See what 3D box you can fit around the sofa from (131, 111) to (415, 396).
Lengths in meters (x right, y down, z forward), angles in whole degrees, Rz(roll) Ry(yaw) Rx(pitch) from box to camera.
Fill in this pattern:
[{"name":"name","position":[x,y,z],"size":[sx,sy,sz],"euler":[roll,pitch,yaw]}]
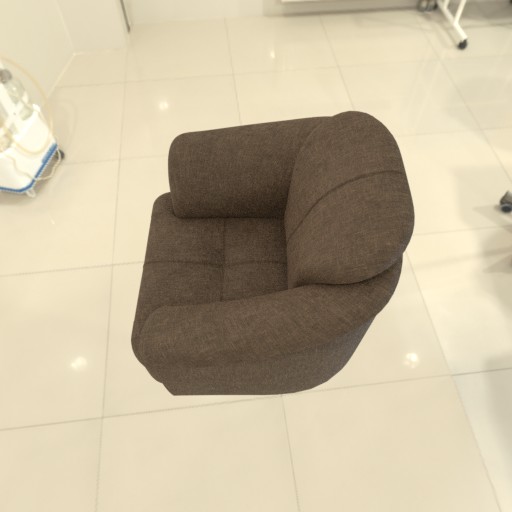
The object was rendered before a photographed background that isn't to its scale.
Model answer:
[{"name":"sofa","position":[0.000,0.000,1.485],"size":[0.794,0.811,0.870],"euler":[0,57,0]}]
